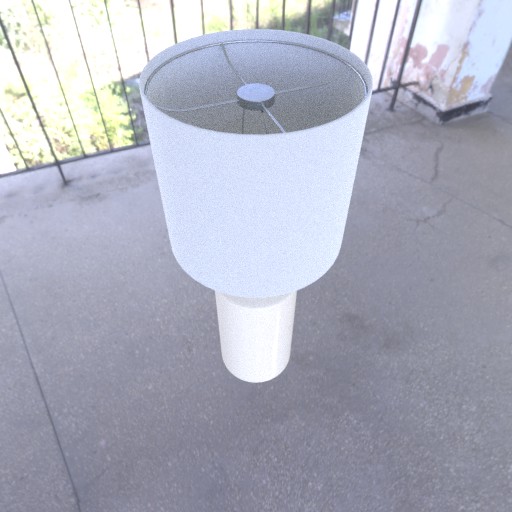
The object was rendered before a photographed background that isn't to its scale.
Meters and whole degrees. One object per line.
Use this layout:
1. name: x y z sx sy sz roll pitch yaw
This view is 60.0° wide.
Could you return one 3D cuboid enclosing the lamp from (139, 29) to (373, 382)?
1. lamp: 0.000 0.000 0.587 0.212 0.493 0.212 -16 49 -14
